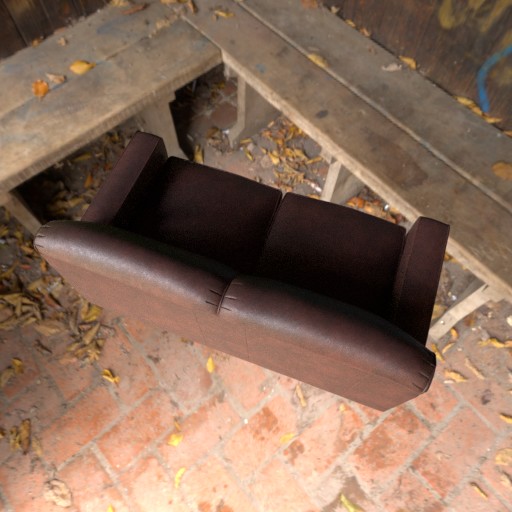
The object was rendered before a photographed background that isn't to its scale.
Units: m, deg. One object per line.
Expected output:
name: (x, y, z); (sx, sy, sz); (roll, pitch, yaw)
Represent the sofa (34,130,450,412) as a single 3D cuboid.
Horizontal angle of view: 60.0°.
sofa: (0.000, 0.000, 2.415); (1.856, 0.966, 1.000); (19, 66, 9)
